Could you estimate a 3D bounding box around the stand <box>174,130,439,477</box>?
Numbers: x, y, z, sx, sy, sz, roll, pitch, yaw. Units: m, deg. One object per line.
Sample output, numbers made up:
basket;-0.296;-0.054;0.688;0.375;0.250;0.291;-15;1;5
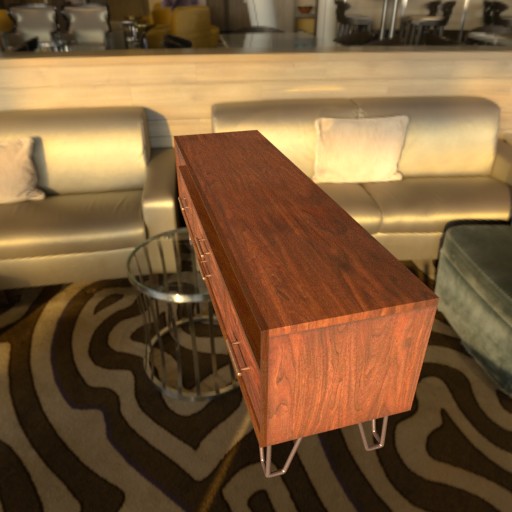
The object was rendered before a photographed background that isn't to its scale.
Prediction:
stand;0.000;0.000;1.862;0.481;0.610;1.626;-8;32;-14
